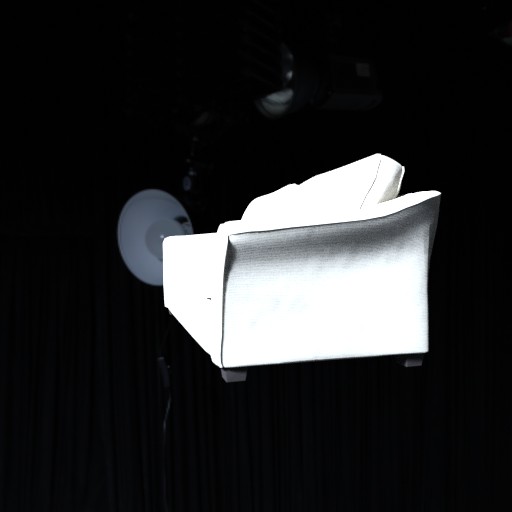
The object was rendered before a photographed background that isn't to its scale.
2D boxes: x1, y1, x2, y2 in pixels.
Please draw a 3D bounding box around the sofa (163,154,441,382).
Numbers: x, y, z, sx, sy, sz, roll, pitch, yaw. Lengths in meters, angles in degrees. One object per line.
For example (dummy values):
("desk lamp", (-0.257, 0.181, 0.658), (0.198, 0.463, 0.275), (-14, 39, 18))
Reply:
("sofa", (0.000, 0.000, 2.803), (0.980, 0.965, 2.270), (0, 1, -17))
